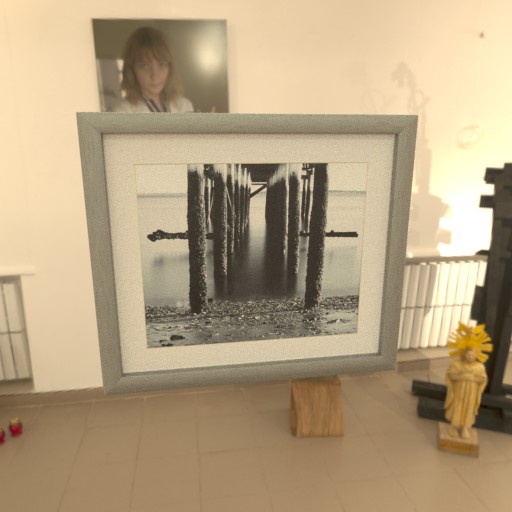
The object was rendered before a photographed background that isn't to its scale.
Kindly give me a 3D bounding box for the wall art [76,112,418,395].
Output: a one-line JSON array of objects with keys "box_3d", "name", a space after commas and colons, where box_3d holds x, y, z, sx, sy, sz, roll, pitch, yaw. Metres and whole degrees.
[{"box_3d": [0.000, 0.000, 0.541, 0.380, 0.330, 0.028, -2, 15, -9], "name": "wall art"}]
